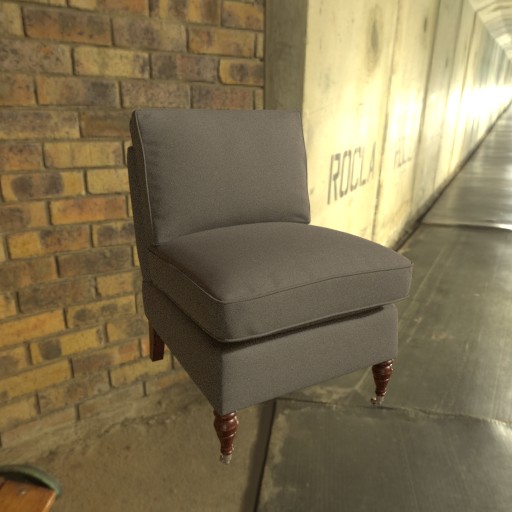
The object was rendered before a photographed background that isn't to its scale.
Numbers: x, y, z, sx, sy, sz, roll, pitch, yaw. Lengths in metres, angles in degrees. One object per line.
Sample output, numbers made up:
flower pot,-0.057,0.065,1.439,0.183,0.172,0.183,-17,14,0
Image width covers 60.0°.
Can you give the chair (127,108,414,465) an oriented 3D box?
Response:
chair,0.000,0.000,1.645,0.724,1.045,0.924,-9,19,-27
